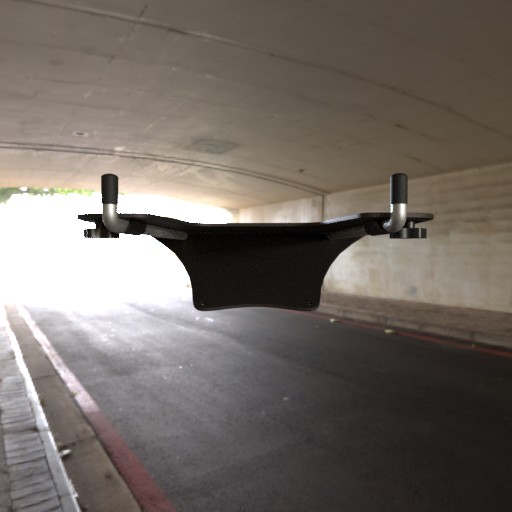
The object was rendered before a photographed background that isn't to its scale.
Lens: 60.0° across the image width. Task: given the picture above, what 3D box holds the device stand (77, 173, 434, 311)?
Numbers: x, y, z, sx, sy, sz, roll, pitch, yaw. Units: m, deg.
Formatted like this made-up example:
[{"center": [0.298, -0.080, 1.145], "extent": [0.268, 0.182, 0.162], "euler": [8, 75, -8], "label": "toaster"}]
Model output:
[{"center": [0.000, 0.000, 0.350], "extent": [0.230, 0.092, 0.230], "euler": [0, 1, 1], "label": "device stand"}]
